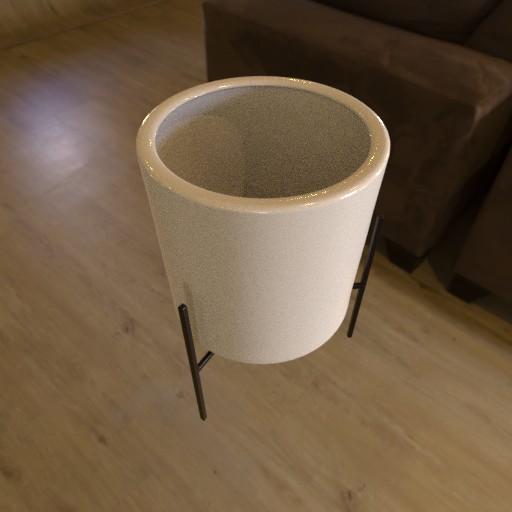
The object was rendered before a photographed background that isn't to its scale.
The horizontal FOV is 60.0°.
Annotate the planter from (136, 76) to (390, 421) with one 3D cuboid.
[{"bbox_3d":[0.000,0.000,0.655,0.307,0.431,0.308,-23,50,-21],"label":"planter"}]
